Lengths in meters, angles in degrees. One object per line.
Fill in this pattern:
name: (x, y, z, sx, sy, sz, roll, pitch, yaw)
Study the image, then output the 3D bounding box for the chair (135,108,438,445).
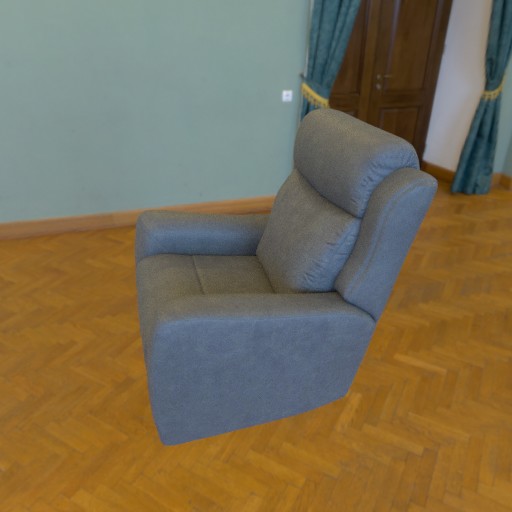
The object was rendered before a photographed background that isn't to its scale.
chair: (0.000, 0.000, 1.950, 1.068, 1.116, 0.967, -8, 31, -14)
